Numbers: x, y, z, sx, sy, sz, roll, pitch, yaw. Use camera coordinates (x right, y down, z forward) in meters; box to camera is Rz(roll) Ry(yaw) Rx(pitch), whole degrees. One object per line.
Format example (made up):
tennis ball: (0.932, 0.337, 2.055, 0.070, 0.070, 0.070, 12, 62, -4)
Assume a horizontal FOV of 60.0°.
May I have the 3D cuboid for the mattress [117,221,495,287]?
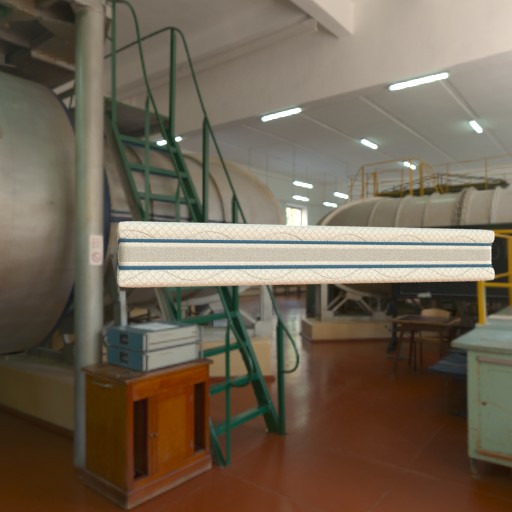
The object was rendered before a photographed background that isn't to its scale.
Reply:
mattress: (0.000, 0.000, 2.681, 1.600, 0.230, 2.000, 0, 0, -17)
